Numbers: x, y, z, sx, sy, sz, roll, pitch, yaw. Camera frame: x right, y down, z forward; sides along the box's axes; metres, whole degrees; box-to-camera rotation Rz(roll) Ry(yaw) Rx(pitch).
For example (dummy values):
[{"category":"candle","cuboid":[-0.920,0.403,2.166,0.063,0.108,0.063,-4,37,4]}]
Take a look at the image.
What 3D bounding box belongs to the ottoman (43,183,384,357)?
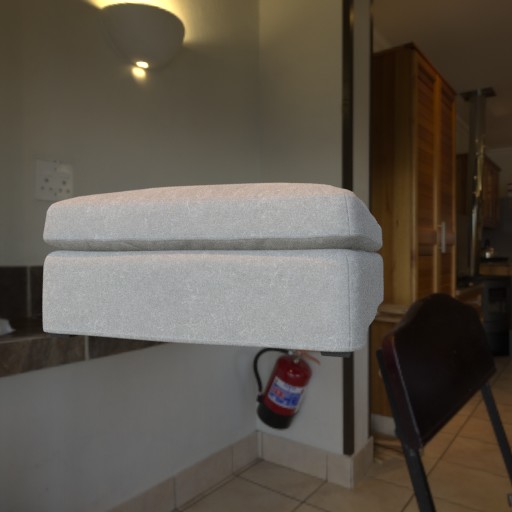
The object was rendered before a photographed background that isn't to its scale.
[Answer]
[{"category":"ottoman","cuboid":[0.000,0.000,1.586,0.840,0.429,1.199,0,0,18]}]
